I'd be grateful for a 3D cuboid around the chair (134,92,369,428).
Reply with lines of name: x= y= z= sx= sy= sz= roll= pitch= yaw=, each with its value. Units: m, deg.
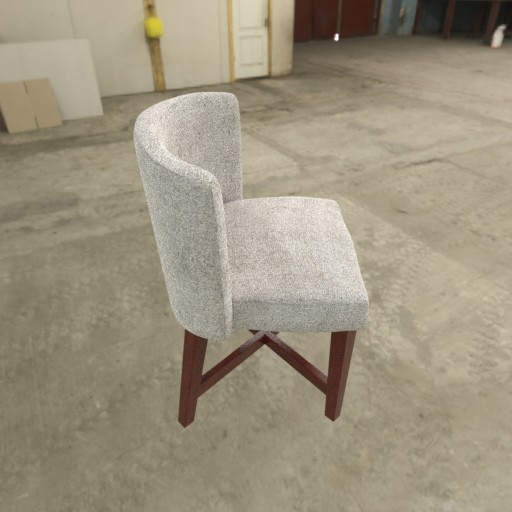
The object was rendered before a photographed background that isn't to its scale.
chair: x=0.000 y=0.000 z=1.298 sx=0.575 sy=0.827 sz=0.728 roll=1 pitch=32 yaw=1
